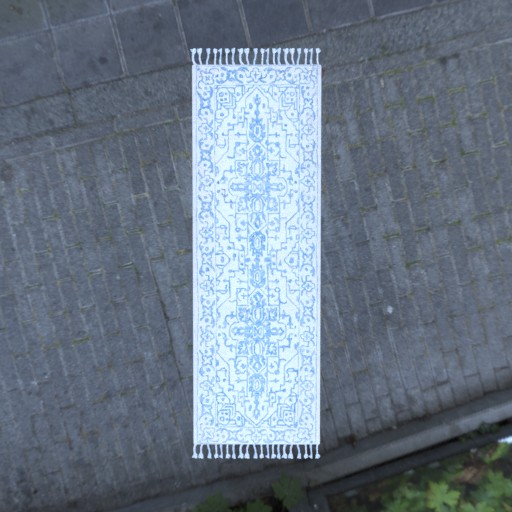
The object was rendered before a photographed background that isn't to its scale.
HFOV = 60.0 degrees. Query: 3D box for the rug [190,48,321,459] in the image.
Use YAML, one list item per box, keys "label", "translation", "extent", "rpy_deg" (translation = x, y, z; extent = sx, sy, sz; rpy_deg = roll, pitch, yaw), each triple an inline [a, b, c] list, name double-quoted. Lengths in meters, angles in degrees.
- label: "rug"
  translation: [0.000, 0.000, 2.641]
  extent: [0.774, 0.011, 2.449]
  rpy_deg: [0, 92, 0]
